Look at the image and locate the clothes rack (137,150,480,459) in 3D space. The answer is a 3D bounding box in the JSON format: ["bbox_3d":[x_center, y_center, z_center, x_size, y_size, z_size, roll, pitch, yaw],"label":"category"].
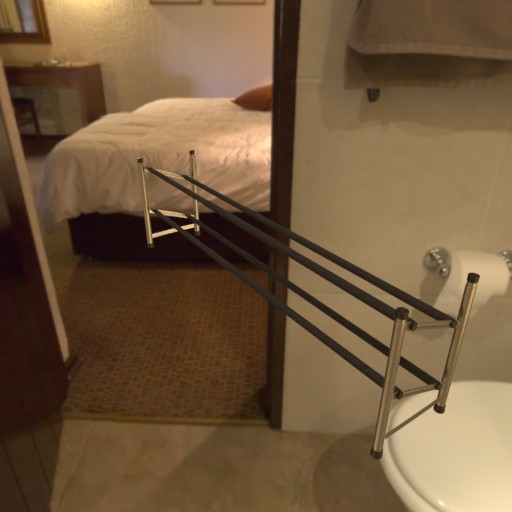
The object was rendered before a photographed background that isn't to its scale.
[{"bbox_3d":[0.000,0.000,1.278,0.229,0.349,1.168,-18,32,-30],"label":"clothes rack"}]
